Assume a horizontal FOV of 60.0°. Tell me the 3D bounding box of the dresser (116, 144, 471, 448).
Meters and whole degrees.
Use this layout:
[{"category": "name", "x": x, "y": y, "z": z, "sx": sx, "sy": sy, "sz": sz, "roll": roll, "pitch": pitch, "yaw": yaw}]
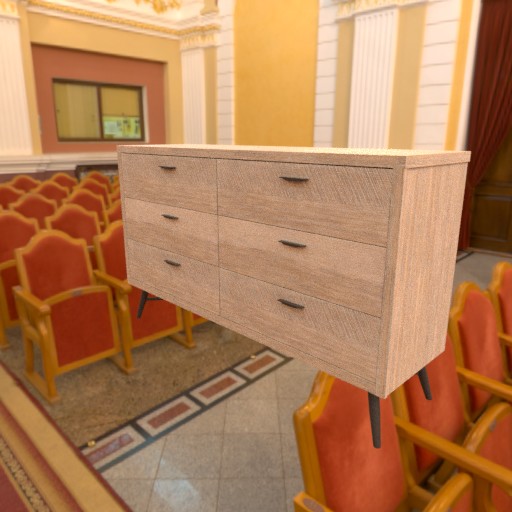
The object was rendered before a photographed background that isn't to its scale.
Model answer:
[{"category": "dresser", "x": 0.000, "y": 0.000, "z": 1.928, "sx": 0.457, "sy": 0.914, "sz": 1.524, "roll": -15, "pitch": 21, "yaw": -43}]
